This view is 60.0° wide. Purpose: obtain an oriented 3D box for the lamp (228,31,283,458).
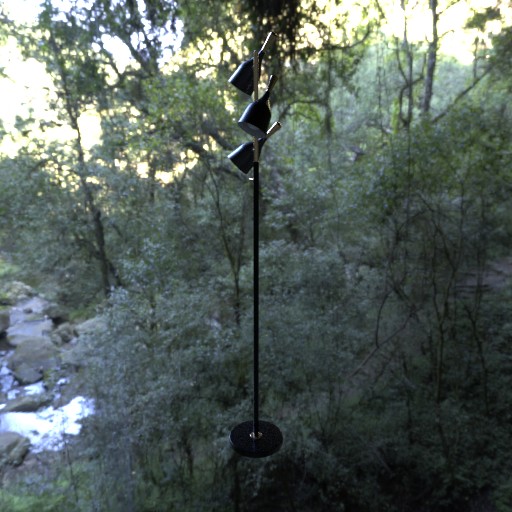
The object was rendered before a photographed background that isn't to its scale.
[{"bbox_3d":[0.000,0.000,1.894,0.253,1.778,0.434,-2,13,-8],"label":"lamp"}]
